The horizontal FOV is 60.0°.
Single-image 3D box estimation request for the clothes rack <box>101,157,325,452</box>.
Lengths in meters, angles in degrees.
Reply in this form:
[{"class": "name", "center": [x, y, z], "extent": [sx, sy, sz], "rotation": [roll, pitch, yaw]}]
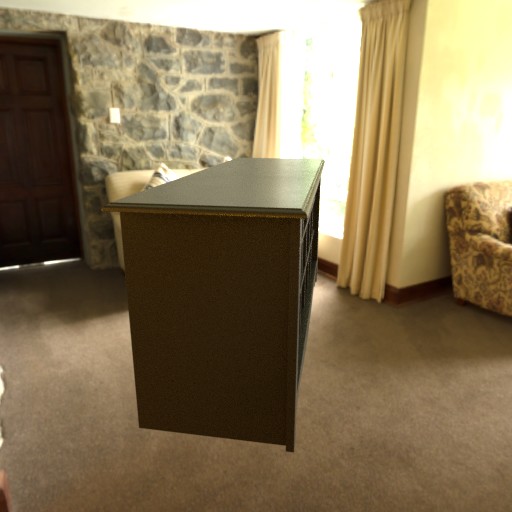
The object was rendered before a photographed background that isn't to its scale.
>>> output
[{"class": "clothes rack", "center": [0.000, 0.000, 1.493], "extent": [0.406, 0.556, 1.219], "rotation": [3, 17, 10]}]
